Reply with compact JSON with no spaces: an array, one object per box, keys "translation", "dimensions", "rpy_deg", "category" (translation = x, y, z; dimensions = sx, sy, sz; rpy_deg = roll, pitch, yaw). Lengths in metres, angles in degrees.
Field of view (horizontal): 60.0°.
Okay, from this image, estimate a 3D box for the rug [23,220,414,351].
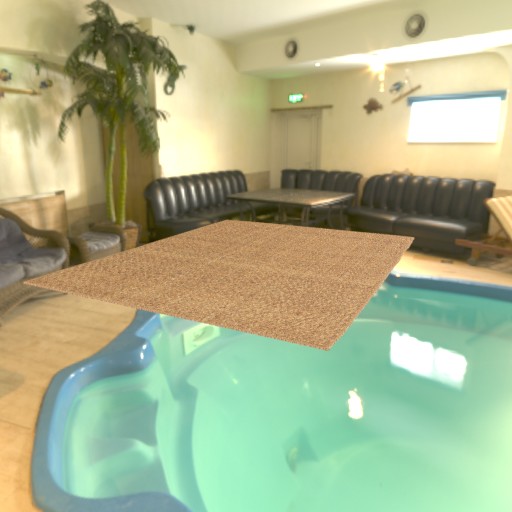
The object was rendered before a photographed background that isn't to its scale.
[{"translation":[0.000,0.000,4.114],"dimensions":[2.439,0.013,3.048],"rpy_deg":[7,16,26],"category":"rug"}]
